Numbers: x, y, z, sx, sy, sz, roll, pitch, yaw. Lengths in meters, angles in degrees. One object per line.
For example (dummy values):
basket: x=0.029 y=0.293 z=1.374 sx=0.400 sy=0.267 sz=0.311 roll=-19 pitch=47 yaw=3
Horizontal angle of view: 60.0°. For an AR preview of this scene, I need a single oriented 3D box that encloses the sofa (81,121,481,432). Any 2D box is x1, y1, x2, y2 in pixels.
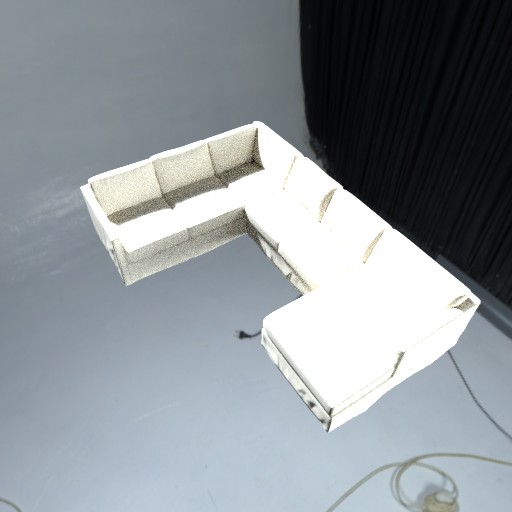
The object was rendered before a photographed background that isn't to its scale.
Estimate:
sofa: x=0.000 y=0.000 z=4.517 sx=2.427 sy=0.882 sz=3.460 roll=-25 pitch=52 yaw=-22
